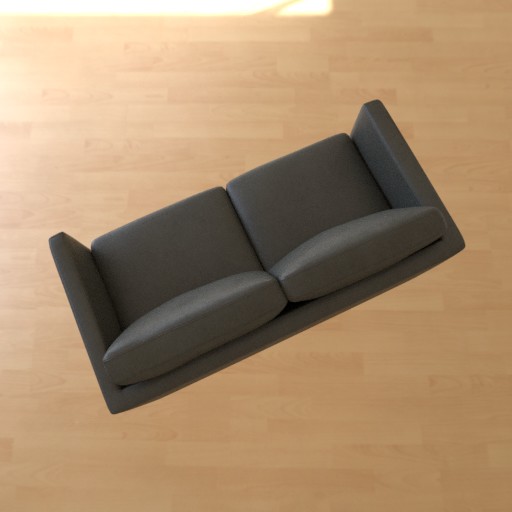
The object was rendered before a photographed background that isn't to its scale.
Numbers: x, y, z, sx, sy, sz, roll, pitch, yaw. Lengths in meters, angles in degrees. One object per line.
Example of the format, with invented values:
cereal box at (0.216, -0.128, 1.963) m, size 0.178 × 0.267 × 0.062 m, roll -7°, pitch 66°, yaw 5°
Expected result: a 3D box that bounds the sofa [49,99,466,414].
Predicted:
sofa at (0.000, 0.000, 2.454) m, size 1.883 × 0.933 × 0.951 m, roll -24°, pitch 78°, yaw -6°
